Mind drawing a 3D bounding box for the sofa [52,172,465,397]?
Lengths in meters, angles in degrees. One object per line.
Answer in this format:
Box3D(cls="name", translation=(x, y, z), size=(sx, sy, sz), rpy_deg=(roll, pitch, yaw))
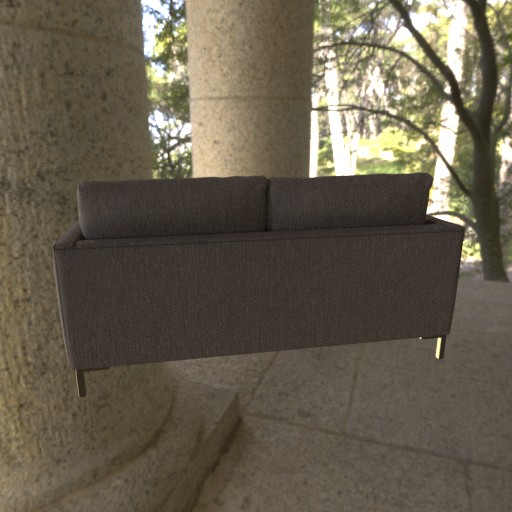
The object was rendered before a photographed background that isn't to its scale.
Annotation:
Box3D(cls="sofa", translation=(0.000, 0.000, 2.188), size=(1.682, 0.840, 0.875), rpy_deg=(-3, 16, -11))
